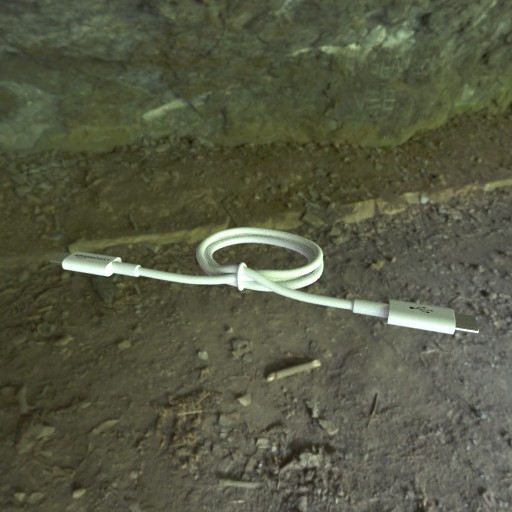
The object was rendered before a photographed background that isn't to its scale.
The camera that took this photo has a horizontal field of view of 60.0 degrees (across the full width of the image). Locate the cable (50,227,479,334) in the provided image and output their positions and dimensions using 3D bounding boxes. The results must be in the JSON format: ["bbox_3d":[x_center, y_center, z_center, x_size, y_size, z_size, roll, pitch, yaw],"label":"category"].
[{"bbox_3d":[0.000,0.000,0.228,0.203,0.014,0.070,8,27,15],"label":"cable"}]
